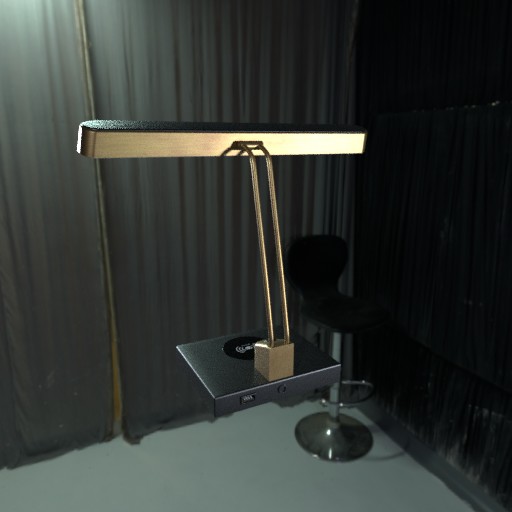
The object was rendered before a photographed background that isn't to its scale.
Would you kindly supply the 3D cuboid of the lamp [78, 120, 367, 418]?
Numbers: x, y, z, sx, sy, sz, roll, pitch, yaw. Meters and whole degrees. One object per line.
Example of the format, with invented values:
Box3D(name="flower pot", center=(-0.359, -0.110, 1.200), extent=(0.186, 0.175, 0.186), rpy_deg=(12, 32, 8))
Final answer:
Box3D(name="lamp", center=(0.000, 0.000, 0.593), extent=(0.412, 0.345, 0.156), rpy_deg=(-7, 16, -26))
